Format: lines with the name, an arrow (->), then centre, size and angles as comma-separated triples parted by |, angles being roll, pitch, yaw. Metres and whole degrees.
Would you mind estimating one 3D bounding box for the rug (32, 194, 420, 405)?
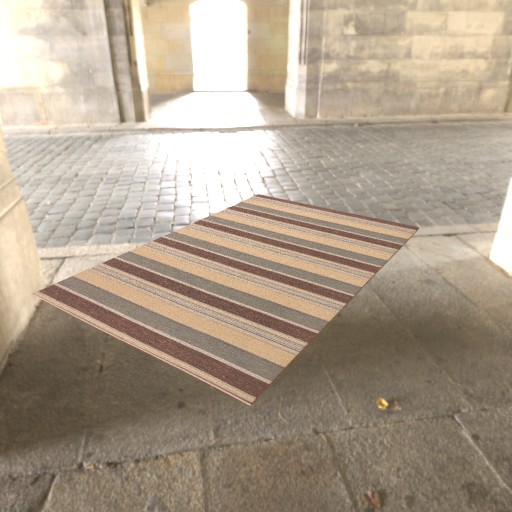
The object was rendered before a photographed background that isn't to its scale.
rug -> 0.000, 0.000, 2.382 | 1.219, 0.008, 1.829 | 16, 30, 31
